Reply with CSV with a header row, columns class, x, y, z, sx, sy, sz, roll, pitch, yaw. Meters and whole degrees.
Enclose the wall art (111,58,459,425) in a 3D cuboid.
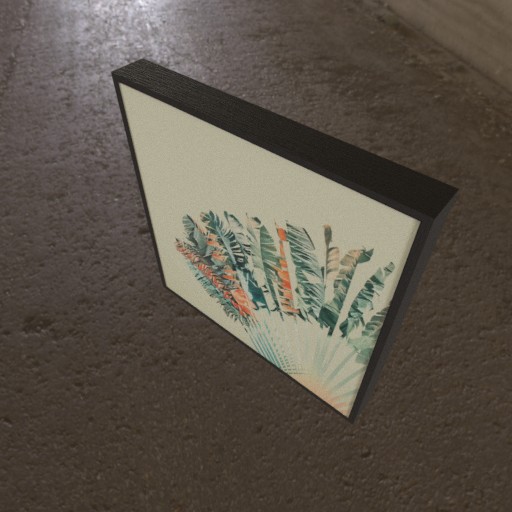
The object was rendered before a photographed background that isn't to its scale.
class,x,y,z,sx,sy,sz,roll,pitch,yaw
wall art,0.000,0.000,0.445,0.302,0.300,0.036,31,54,26
